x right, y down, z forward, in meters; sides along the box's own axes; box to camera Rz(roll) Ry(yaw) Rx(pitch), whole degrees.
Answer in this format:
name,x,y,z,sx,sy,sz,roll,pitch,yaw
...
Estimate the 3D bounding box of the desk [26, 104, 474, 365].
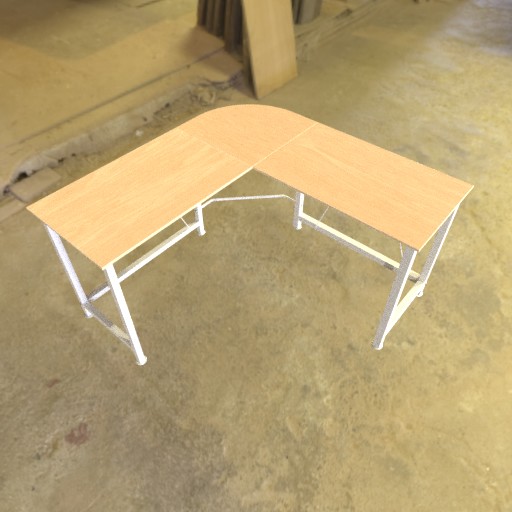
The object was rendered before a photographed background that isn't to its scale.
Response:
name,x,y,z,sx,sy,sz,roll,pitch,yaw
desk,0.000,0.000,2.229,1.400,0.762,1.400,32,54,27
